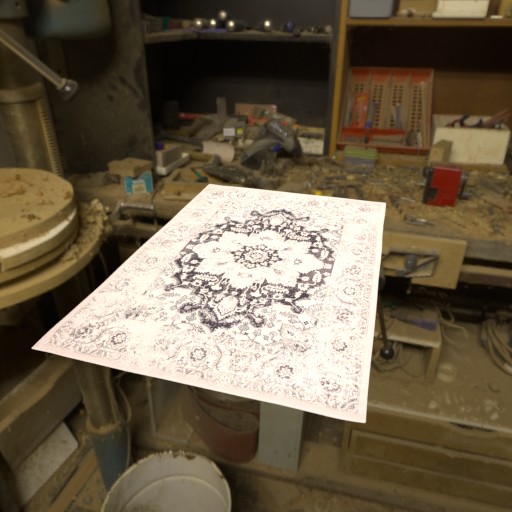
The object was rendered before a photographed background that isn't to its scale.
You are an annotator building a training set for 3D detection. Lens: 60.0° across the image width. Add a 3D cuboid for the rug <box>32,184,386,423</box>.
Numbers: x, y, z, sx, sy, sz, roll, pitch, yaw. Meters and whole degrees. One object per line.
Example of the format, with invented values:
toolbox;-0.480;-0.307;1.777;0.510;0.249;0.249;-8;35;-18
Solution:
rug;0.000;0.000;2.256;1.223;0.008;1.813;8;31;14
